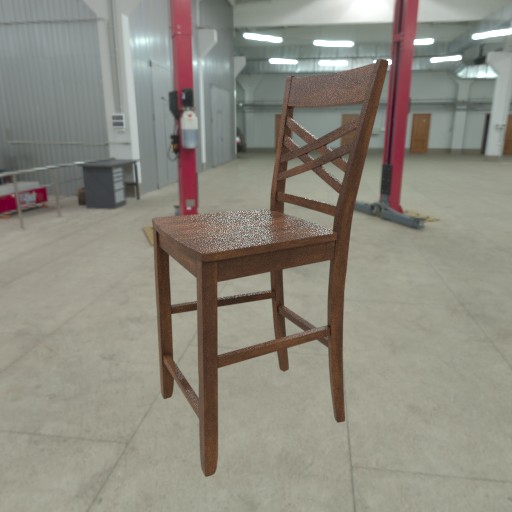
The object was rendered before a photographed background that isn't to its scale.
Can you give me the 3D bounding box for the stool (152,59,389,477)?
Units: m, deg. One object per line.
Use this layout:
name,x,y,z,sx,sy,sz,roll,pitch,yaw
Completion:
stool,0.000,0.000,1.343,0.539,1.079,0.462,-8,18,-26
